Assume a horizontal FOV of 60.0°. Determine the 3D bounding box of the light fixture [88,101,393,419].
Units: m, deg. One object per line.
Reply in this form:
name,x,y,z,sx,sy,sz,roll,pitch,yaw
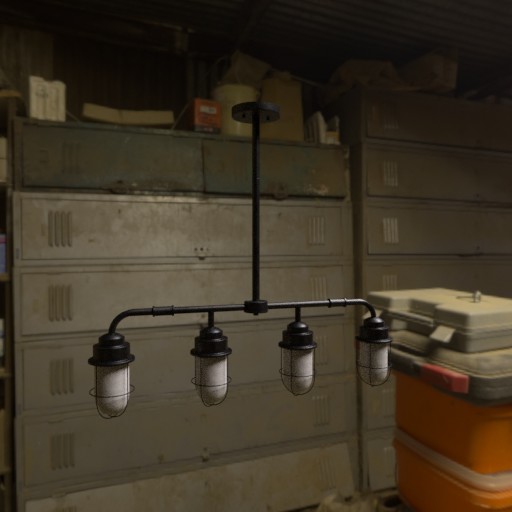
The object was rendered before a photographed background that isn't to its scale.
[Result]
light fixture,0.000,0.000,1.196,0.852,0.785,0.131,0,1,-19
